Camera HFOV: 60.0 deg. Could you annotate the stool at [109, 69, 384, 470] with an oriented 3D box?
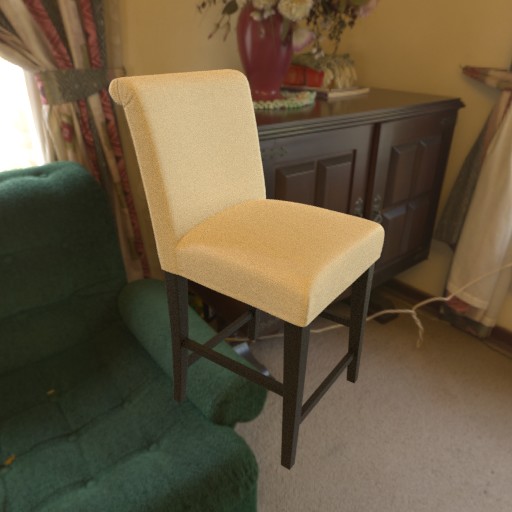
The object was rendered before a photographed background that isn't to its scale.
[{"bbox_3d":[0.000,0.000,1.299,0.597,0.976,0.452,17,31,32],"label":"stool"}]
